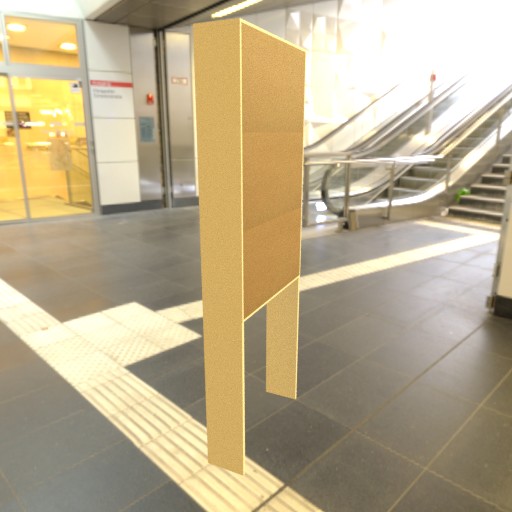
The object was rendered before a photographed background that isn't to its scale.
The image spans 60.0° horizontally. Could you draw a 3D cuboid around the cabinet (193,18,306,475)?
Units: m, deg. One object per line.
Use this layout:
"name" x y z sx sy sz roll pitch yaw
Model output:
"cabinet" 0.000 0.000 1.979 0.192 1.770 0.643 7 17 25
